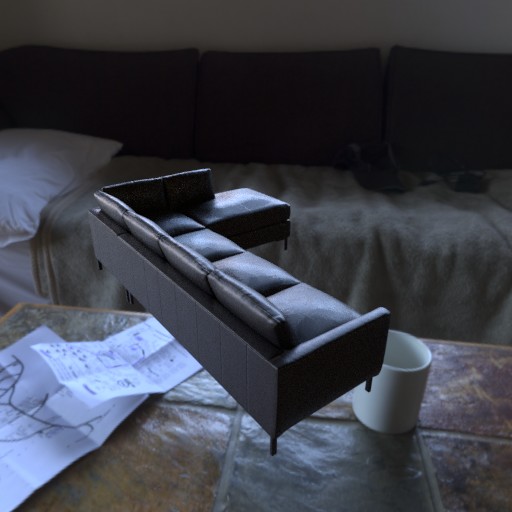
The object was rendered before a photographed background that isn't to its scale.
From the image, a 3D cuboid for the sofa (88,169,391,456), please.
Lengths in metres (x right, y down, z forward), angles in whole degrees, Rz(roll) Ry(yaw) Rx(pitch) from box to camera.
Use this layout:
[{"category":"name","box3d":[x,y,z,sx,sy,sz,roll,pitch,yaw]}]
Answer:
[{"category":"sofa","box3d":[0.000,0.000,3.855,1.938,0.877,2.984,-18,31,-33]}]
